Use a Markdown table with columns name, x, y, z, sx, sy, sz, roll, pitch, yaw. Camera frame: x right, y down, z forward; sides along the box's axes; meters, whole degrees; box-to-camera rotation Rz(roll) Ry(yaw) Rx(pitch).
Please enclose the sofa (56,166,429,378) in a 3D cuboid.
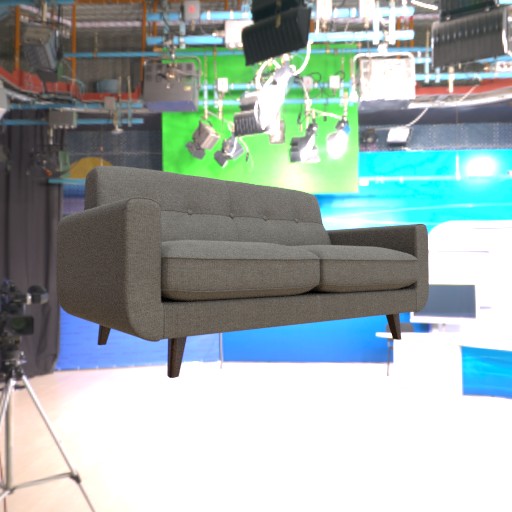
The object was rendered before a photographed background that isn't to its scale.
| name | x | y | z | sx | sy | sz | roll | pitch | yaw |
| --- | --- | --- | --- | --- | --- | --- | --- | --- | --- |
| sofa | 0.000 | 0.000 | 2.168 | 1.631 | 0.841 | 0.909 | 1 | -1 | -37 |
